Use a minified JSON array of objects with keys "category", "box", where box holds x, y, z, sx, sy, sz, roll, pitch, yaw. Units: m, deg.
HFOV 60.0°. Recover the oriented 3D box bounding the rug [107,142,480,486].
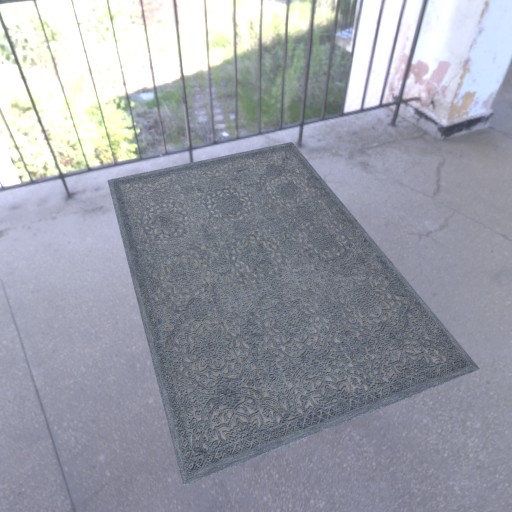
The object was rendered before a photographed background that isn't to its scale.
[{"category":"rug","box":[0.000,0.000,2.209,1.208,0.012,1.819,-15,47,-15]}]
